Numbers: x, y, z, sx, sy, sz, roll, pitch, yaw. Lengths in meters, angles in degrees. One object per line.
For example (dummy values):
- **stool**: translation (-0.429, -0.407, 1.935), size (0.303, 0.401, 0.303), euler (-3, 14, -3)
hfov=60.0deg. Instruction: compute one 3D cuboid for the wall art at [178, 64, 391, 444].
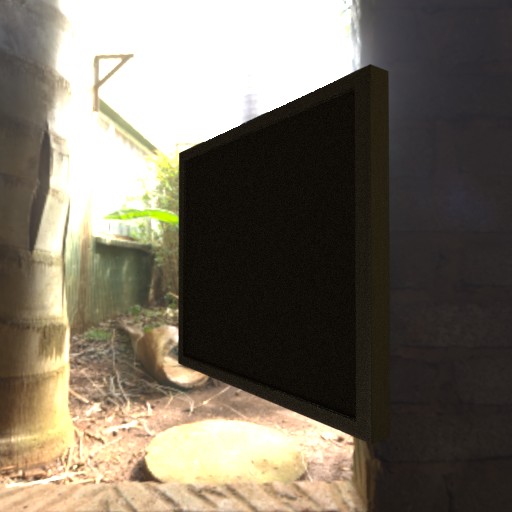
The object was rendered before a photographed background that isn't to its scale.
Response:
- **wall art**: translation (0.000, 0.000, 0.547), size (0.028, 0.330, 0.380), euler (1, -1, -36)
